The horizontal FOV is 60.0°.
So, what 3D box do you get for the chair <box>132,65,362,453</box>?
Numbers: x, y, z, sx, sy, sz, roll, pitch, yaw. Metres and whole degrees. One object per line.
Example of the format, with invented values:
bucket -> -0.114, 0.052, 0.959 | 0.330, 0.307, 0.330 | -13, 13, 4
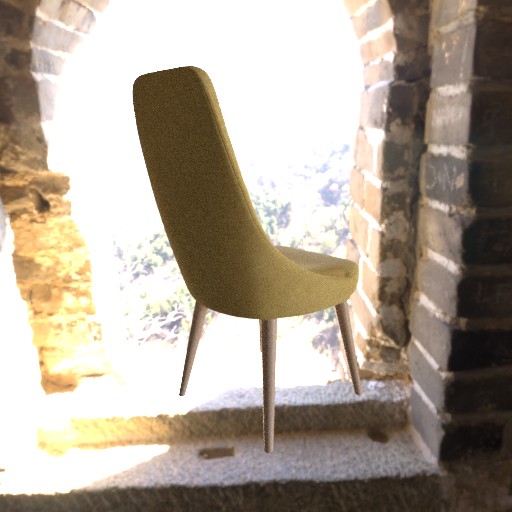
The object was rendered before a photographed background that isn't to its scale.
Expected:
chair -> 0.000, 0.000, 1.407 | 0.510, 1.040, 0.660 | 14, 20, 42
